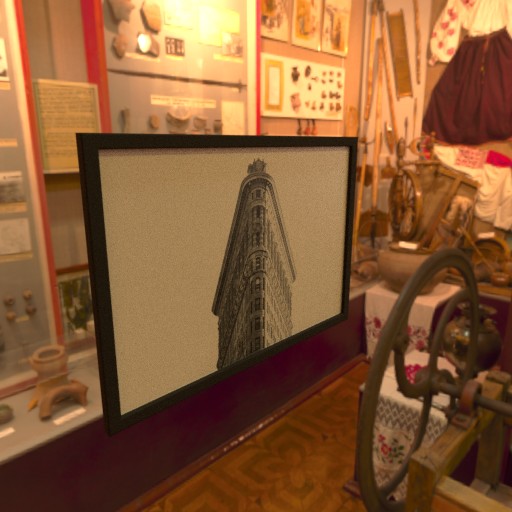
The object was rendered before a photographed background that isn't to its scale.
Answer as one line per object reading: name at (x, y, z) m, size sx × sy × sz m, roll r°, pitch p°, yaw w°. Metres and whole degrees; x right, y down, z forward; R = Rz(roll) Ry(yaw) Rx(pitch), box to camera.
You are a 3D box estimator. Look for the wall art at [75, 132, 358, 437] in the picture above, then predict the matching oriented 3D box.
wall art at (0.000, 0.000, 1.249) m, size 0.026 × 0.656 × 0.958 m, roll 14°, pitch 20°, yaw 43°
